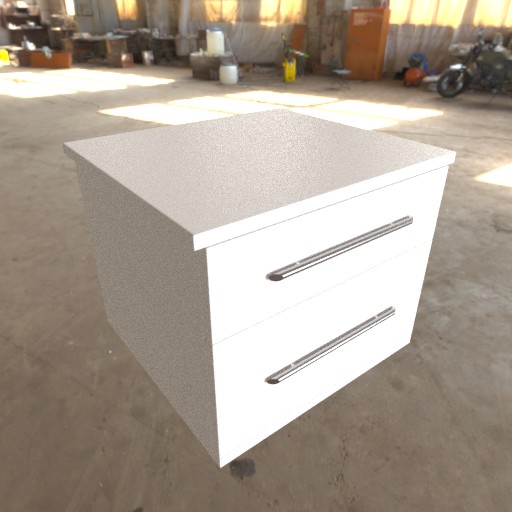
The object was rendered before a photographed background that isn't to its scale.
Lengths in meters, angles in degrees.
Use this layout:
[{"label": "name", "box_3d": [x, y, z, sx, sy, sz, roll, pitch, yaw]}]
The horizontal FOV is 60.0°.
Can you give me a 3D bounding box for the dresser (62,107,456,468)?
[{"label": "dresser", "box_3d": [0.000, 0.000, 0.732, 0.430, 0.360, 0.400, -21, 36, -32]}]
